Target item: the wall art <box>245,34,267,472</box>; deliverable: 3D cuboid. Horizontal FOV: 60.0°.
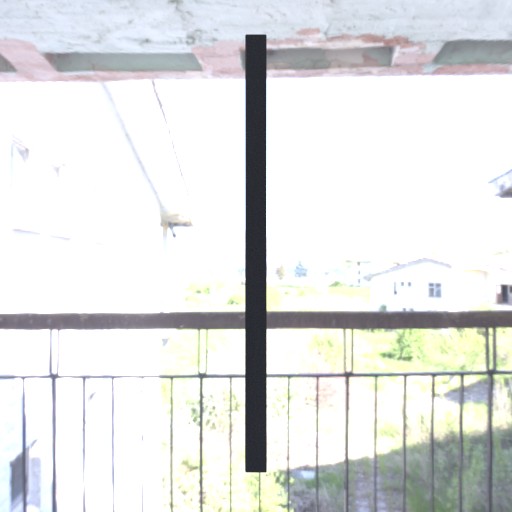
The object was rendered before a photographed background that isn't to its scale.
[{"bbox_3d":[0.000,0.000,0.458,0.015,0.303,0.304,0,-1,0],"label":"wall art"}]
